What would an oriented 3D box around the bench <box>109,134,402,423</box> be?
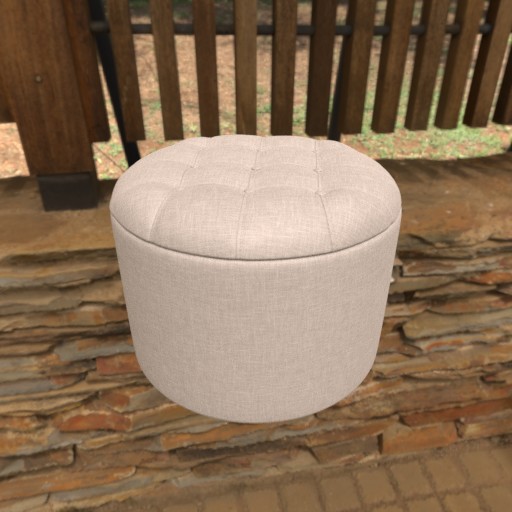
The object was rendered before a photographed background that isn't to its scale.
[{"bbox_3d":[0.000,0.000,1.018,0.600,0.453,0.600,0,30,0],"label":"bench"}]
